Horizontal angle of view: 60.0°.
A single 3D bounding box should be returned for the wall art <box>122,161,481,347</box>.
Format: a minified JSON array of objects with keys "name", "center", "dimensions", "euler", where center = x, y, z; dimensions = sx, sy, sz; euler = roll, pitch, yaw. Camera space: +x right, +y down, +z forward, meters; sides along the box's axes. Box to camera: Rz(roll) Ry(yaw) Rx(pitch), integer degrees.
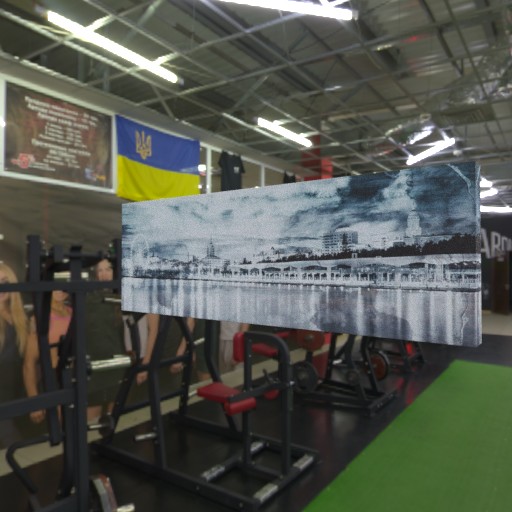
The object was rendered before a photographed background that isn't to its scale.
[{"name":"wall art","center":[0.000,0.000,0.834],"dimensions":[0.759,0.251,0.037],"euler":[0,-1,36]}]
